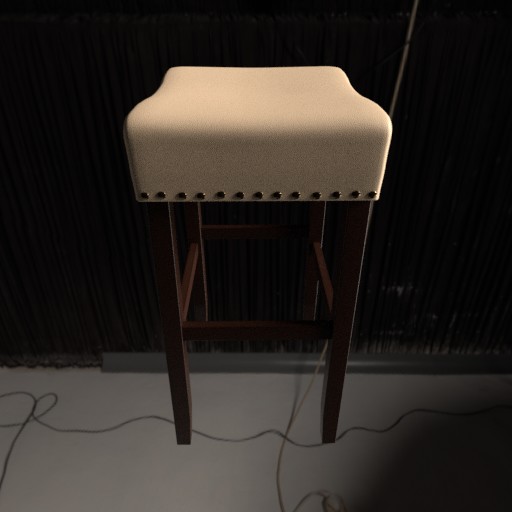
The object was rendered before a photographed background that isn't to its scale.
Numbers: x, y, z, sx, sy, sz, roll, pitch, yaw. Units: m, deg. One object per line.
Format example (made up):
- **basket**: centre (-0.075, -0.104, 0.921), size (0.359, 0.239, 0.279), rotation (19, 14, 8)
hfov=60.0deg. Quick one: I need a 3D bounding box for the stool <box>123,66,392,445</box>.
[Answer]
- **stool**: centre (0.000, 0.000, 1.032), size (0.401, 0.762, 0.471), rotation (0, 32, -1)
